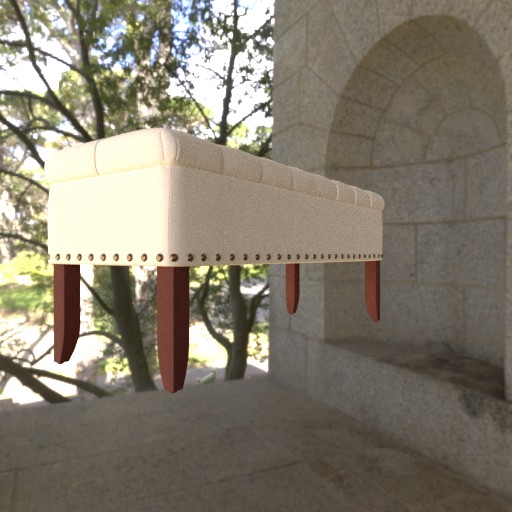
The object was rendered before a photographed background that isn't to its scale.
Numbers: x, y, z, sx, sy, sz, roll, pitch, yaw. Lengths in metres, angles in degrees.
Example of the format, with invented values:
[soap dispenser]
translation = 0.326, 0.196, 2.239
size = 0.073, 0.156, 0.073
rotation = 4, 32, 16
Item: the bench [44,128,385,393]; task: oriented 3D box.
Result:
[bench]
translation = 0.000, 0.000, 1.267
size = 0.400, 0.470, 1.054
rotation = 0, 0, 35
